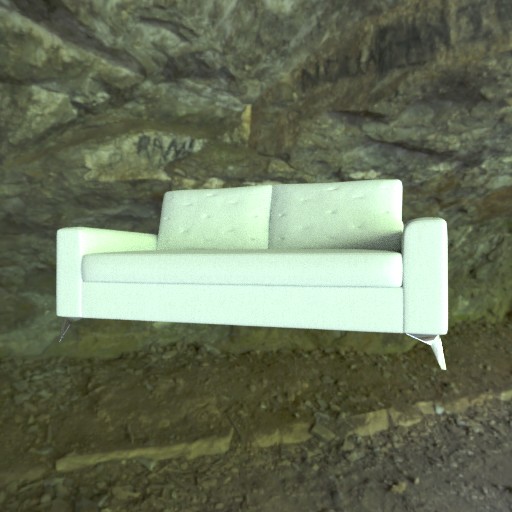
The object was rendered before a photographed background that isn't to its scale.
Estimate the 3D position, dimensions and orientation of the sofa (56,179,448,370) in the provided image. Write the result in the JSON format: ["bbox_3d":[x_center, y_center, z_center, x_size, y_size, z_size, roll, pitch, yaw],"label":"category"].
[{"bbox_3d":[0.000,0.000,2.159,1.650,0.790,0.920,0,0,18],"label":"sofa"}]
